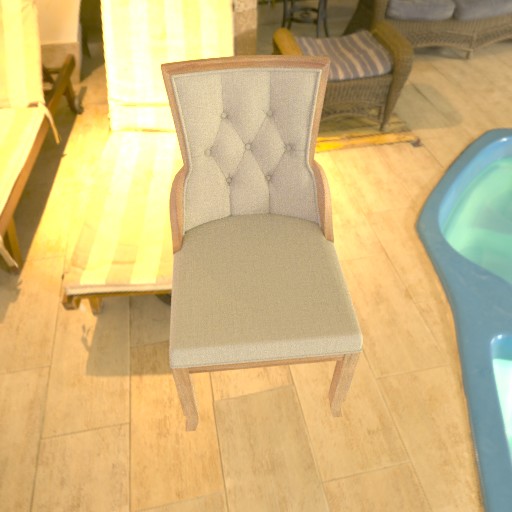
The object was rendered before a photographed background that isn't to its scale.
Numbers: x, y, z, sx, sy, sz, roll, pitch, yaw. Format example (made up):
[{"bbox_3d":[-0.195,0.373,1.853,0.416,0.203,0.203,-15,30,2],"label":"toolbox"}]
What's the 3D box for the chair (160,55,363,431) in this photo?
[{"bbox_3d":[0.000,0.000,1.344,0.524,0.947,0.641,-4,47,-4],"label":"chair"}]
